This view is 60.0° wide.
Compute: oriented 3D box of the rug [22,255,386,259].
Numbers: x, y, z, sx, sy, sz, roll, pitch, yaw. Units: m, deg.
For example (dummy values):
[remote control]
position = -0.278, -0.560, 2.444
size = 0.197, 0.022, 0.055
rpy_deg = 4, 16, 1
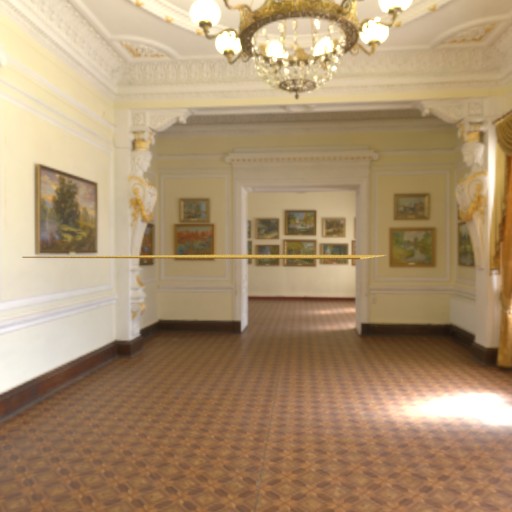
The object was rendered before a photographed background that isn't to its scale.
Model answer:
[rug]
position = 0.000, 0.000, 3.711
size = 1.981, 0.006, 2.895
rpy_deg = 0, 0, 19
